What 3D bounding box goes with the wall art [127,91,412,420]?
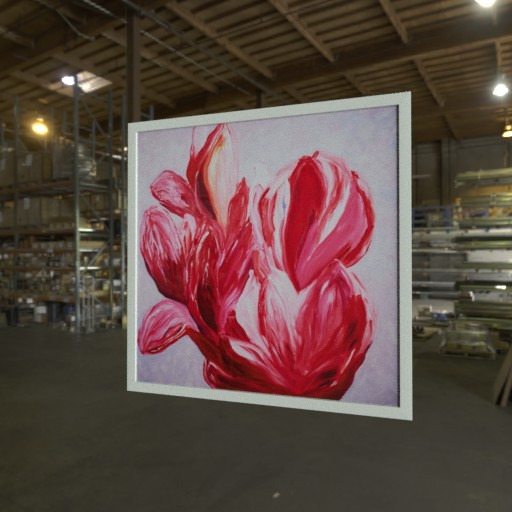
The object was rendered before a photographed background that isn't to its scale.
[{"bbox_3d":[0.000,0.000,1.217,0.805,0.803,0.022,0,-1,18],"label":"wall art"}]
